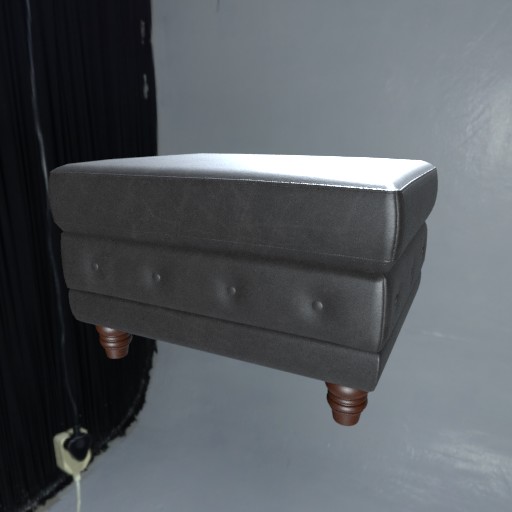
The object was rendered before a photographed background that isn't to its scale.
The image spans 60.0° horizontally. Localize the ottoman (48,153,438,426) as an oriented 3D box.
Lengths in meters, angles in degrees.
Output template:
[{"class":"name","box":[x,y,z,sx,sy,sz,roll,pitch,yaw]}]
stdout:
[{"class":"ottoman","box":[0.000,0.000,1.142,0.795,0.498,0.590,8,17,25]}]
